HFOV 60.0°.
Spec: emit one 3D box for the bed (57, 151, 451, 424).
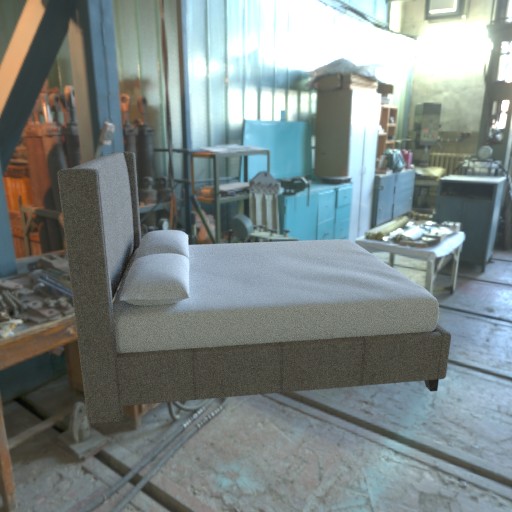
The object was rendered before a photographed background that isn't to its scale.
[{"bbox_3d":[0.000,0.000,3.348,2.245,1.481,1.714,-2,16,-8],"label":"bed"}]
